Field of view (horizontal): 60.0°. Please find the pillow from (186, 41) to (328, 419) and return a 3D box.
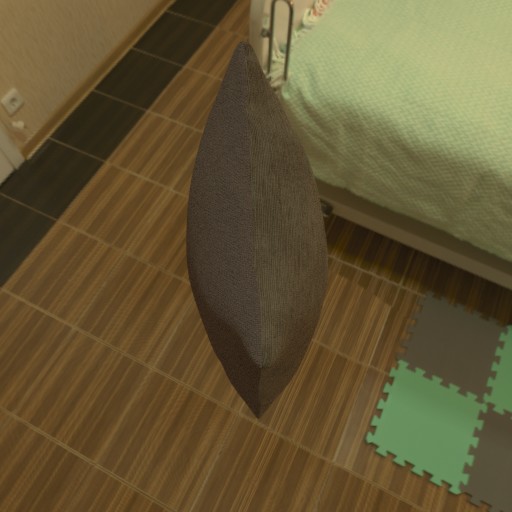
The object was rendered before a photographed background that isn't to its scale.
[{"bbox_3d":[0.000,0.000,0.692,0.204,0.439,0.452,-2,63,-1],"label":"pillow"}]
